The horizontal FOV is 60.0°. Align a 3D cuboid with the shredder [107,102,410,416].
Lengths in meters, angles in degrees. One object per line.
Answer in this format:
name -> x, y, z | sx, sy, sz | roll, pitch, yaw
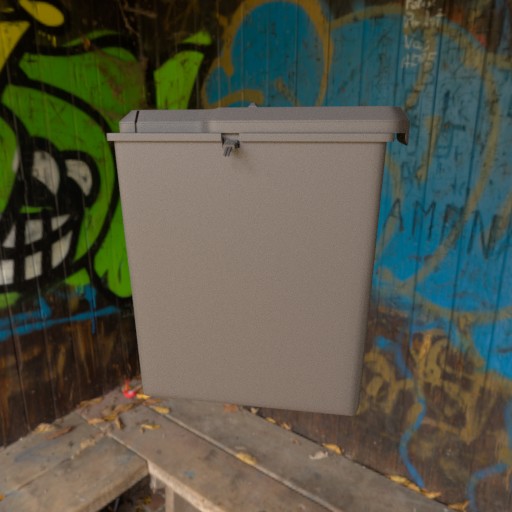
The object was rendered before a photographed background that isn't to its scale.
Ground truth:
shredder -> 0.000, 0.000, 0.518 | 0.320, 0.335, 0.170 | 3, 16, 9
